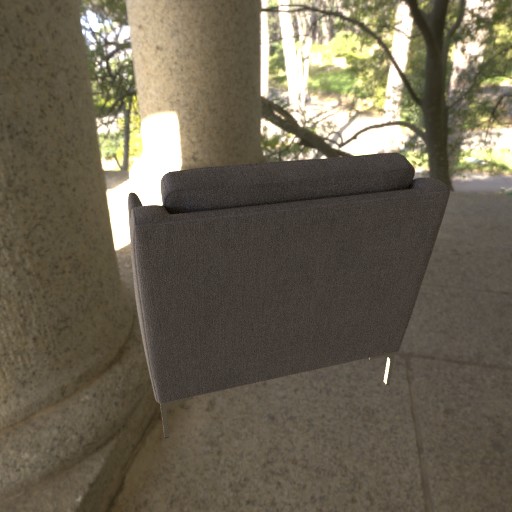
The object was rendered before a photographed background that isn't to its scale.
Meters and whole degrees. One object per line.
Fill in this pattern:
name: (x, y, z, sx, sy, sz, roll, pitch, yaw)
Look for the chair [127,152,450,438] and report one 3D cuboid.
chair: (0.000, 0.000, 1.563, 0.847, 0.828, 0.849, -8, 28, -15)
